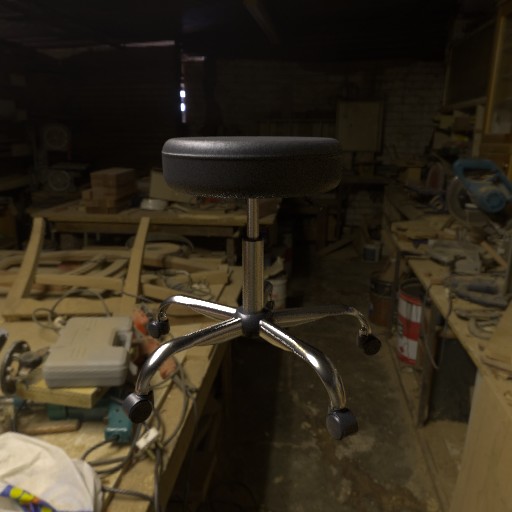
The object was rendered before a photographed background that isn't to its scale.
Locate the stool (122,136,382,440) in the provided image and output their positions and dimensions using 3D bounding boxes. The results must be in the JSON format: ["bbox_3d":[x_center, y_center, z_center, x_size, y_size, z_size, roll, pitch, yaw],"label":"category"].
[{"bbox_3d":[0.000,0.000,1.114,0.673,0.576,0.638,2,16,8],"label":"stool"}]
